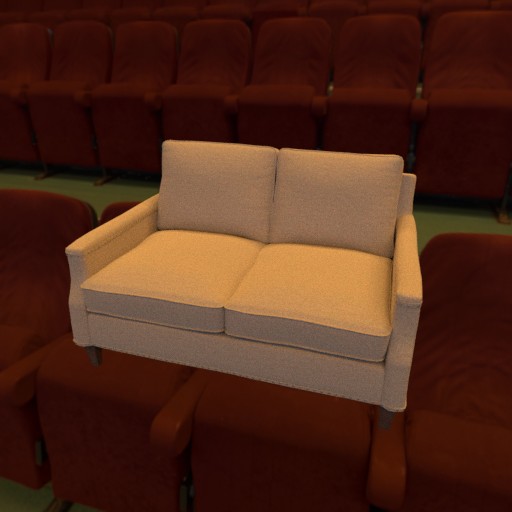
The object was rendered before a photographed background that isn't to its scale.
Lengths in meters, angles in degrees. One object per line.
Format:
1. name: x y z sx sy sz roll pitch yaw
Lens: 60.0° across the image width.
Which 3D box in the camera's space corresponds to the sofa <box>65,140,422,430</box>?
1. sofa: 0.000 0.000 2.304 1.597 1.003 1.084 7 26 15
